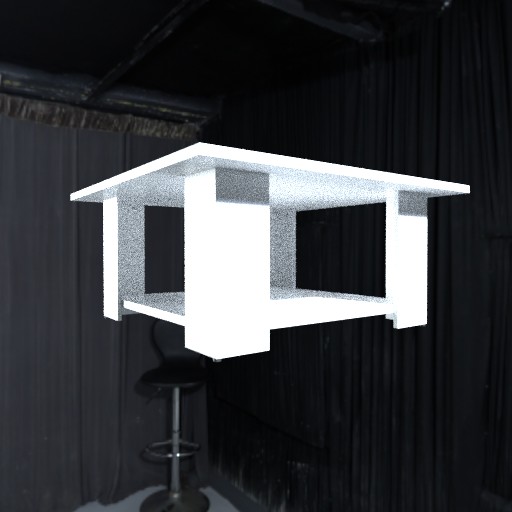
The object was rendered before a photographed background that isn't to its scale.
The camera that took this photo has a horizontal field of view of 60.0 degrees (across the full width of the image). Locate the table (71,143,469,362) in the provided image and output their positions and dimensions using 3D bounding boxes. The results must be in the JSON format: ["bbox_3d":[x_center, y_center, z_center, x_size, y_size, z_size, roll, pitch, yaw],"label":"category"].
[{"bbox_3d":[0.000,0.000,1.048,0.670,0.305,0.670,-1,1,-36],"label":"table"}]
